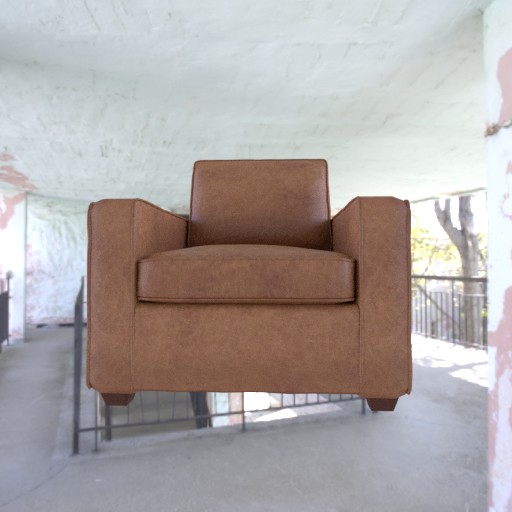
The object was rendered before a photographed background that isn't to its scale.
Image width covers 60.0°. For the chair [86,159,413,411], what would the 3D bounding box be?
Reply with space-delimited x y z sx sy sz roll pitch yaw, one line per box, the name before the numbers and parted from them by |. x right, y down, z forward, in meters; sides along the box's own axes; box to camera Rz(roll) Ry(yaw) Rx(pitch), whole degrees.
chair | 0.000 0.000 1.741 0.987 0.901 1.027 0 -1 1
